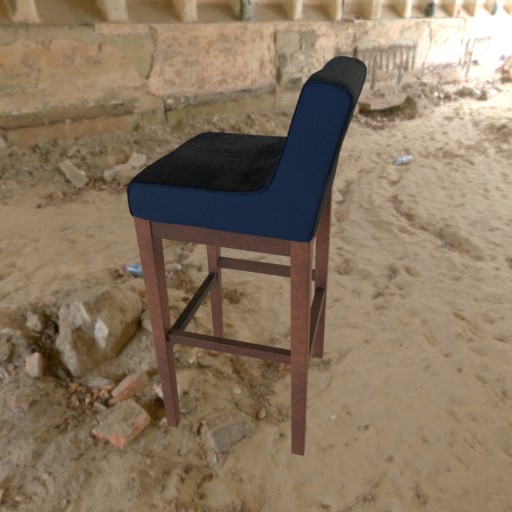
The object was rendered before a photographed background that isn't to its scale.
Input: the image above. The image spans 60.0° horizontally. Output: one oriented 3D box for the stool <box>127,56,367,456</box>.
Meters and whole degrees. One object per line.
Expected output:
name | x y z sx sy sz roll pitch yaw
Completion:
stool | 0.000 0.000 1.283 0.500 1.037 0.511 7 30 13
